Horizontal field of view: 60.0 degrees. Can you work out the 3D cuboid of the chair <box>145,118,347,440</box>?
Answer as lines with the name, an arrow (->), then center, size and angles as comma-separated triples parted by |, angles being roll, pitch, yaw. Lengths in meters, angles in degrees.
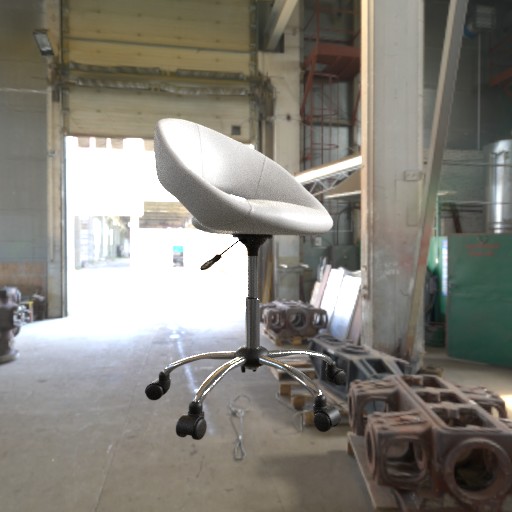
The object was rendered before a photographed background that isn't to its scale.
chair -> 0.000, 0.000, 1.205 | 0.538, 0.791, 0.612 | 1, 1, 35
